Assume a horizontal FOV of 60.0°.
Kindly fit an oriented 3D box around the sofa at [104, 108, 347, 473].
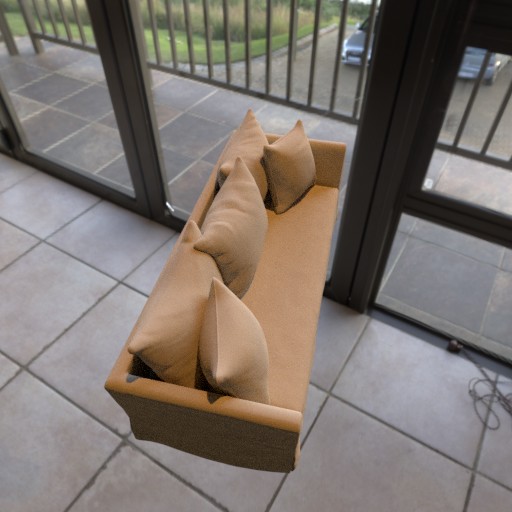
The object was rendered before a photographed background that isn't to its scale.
[{"bbox_3d":[0.000,0.000,3.105,1.046,1.047,2.499,9,47,9],"label":"sofa"}]
